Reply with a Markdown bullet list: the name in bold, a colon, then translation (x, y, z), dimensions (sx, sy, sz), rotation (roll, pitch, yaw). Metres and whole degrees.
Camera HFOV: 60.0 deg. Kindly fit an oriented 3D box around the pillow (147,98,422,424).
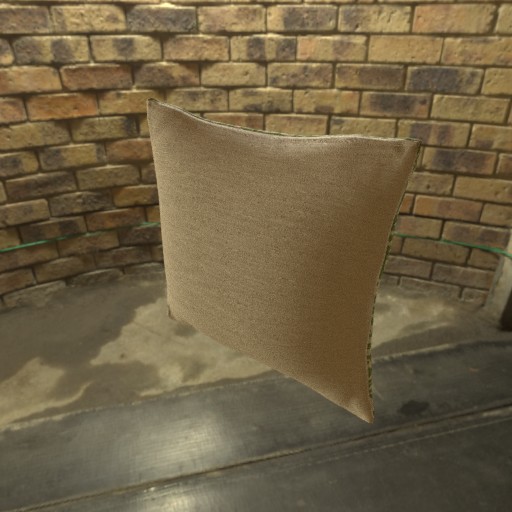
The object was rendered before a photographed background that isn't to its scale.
- **pillow**: translation (0.000, 0.000, 0.676), dimensions (0.440, 0.419, 0.162), rotation (20, 34, 32)
